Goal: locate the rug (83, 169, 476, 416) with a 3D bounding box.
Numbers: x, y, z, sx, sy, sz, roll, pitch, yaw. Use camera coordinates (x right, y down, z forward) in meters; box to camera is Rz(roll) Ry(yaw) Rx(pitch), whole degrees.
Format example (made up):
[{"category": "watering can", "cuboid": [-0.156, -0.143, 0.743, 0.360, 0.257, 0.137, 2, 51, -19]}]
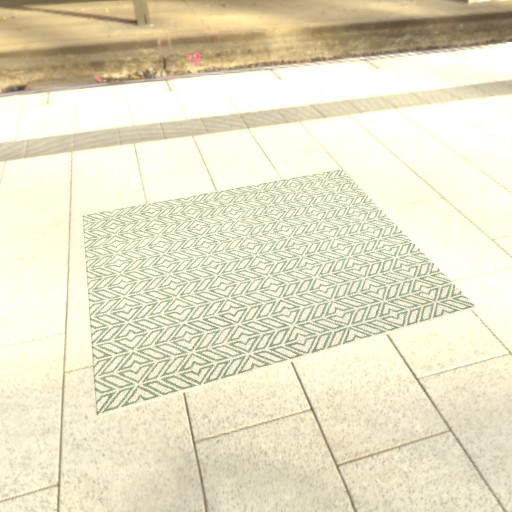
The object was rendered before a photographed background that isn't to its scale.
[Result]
[{"category": "rug", "cuboid": [0.000, 0.000, 4.183, 3.050, 0.017, 2.441, -12, 42, -14]}]
